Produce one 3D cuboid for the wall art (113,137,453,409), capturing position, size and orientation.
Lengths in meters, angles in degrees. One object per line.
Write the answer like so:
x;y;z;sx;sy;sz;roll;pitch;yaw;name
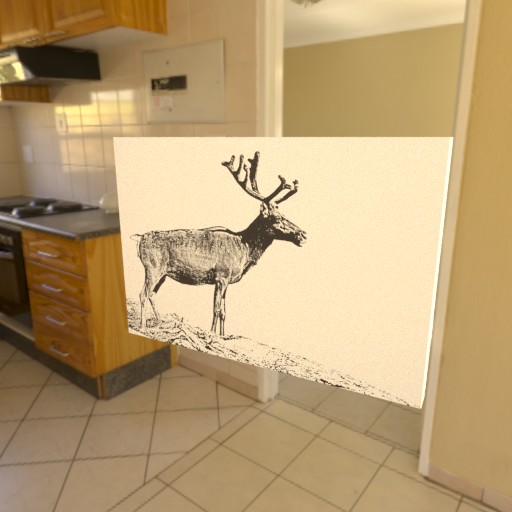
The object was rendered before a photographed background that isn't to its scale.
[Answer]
0.000;0.000;0.799;0.608;0.414;0.042;8;17;27;wall art
